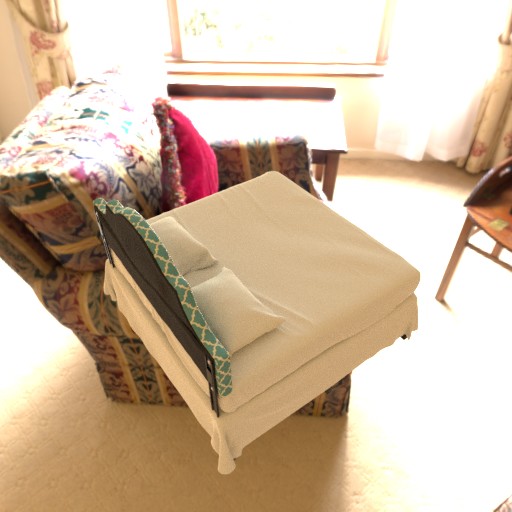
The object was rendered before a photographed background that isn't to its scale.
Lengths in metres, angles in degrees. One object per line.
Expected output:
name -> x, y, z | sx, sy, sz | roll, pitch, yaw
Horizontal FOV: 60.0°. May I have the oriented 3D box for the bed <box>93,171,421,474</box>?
bed -> 0.000, 0.000, 3.809 | 2.222, 1.601, 2.314 | -26, 48, -26
